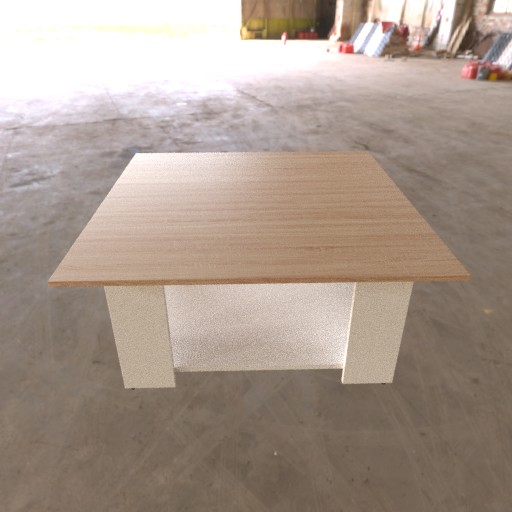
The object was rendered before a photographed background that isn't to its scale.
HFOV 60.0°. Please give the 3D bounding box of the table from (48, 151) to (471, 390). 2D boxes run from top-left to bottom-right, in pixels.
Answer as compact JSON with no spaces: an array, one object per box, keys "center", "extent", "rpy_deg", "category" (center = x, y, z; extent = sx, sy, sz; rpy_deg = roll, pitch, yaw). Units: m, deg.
[{"center":[0.000,0.000,1.066],"extent":[0.670,0.305,0.670],"rpy_deg":[-1,30,-1],"category":"table"}]
